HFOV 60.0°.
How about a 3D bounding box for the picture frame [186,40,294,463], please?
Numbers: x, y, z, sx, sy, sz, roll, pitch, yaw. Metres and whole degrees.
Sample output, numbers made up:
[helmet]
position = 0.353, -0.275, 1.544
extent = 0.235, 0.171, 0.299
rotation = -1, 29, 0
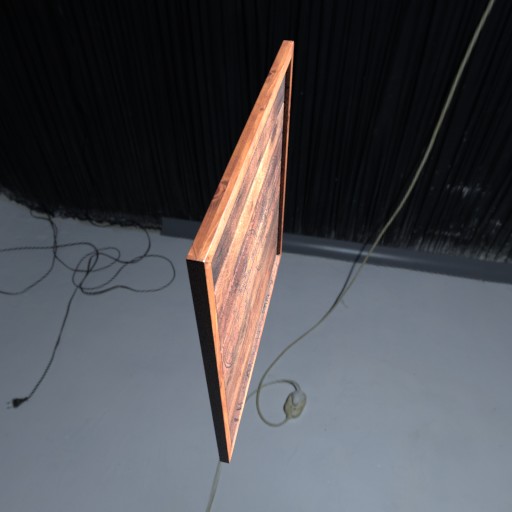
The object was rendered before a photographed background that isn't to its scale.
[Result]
[picture frame]
position = 0.000, 0.000, 1.193
extent = 0.029, 0.817, 0.810
rotation = 9, 47, 8
